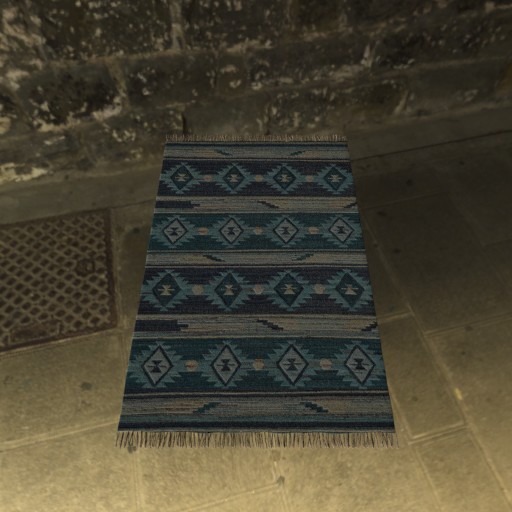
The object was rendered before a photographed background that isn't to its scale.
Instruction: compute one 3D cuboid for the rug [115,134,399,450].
[{"bbox_3d":[0.000,0.000,2.370,1.181,0.028,1.936,0,56,0],"label":"rug"}]
